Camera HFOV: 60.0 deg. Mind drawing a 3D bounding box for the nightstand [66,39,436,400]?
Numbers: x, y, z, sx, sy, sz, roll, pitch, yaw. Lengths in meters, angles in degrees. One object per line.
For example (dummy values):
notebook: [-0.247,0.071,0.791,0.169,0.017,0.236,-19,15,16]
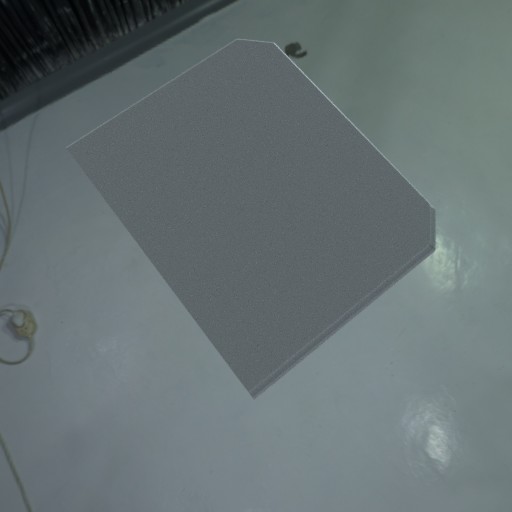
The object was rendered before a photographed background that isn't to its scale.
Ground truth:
nightstand: [0.000,0.000,0.925,0.348,0.680,0.435,-37,77,-10]
